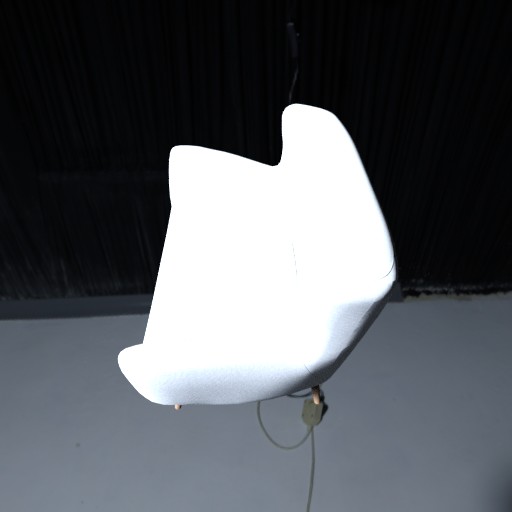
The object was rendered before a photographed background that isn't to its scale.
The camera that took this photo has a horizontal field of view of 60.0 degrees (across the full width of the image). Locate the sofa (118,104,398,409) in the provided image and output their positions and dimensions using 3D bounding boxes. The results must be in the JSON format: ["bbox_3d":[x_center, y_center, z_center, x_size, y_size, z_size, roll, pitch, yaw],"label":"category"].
[{"bbox_3d":[0.000,0.000,2.000,0.921,0.878,1.424,-1,41,-1],"label":"sofa"}]
